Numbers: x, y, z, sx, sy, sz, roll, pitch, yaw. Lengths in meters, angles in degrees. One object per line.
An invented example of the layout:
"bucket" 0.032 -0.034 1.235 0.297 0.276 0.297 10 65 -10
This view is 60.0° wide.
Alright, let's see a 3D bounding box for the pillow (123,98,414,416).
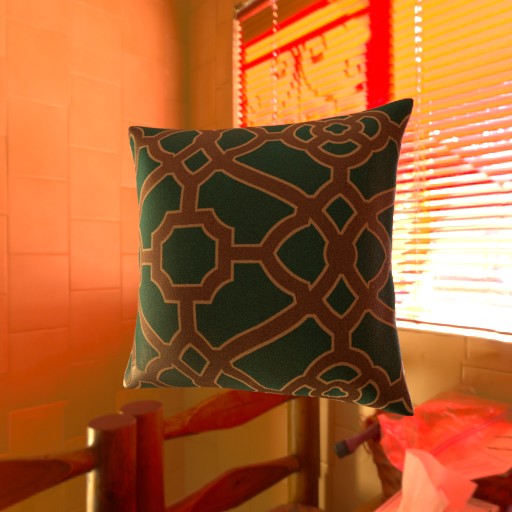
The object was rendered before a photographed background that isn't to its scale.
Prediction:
"pillow" 0.000 0.000 0.781 0.526 0.507 0.166 0 0 17
